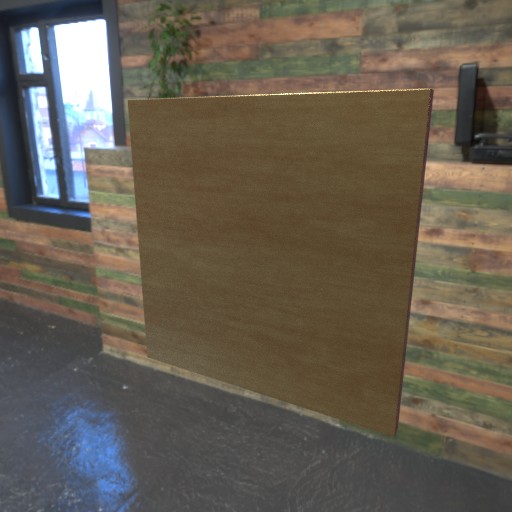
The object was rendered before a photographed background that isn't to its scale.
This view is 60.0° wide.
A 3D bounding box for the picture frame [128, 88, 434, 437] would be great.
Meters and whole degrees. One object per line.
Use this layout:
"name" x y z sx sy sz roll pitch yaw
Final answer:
"picture frame" 0.000 0.000 1.116 0.758 0.761 0.037 9 19 28
